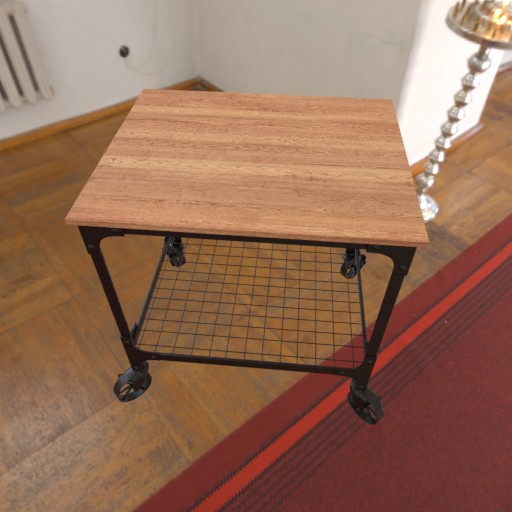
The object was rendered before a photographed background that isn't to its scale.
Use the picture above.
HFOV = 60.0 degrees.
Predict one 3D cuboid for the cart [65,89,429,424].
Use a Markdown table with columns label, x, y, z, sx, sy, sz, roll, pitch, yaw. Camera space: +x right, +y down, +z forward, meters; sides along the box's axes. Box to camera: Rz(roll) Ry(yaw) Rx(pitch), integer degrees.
| label | x | y | z | sx | sy | sz | roll | pitch | yaw |
| --- | --- | --- | --- | --- | --- | --- | --- | --- | --- |
| cart | 0.000 | 0.000 | 1.092 | 0.666 | 0.603 | 0.558 | 4 | 46 | 4 |
